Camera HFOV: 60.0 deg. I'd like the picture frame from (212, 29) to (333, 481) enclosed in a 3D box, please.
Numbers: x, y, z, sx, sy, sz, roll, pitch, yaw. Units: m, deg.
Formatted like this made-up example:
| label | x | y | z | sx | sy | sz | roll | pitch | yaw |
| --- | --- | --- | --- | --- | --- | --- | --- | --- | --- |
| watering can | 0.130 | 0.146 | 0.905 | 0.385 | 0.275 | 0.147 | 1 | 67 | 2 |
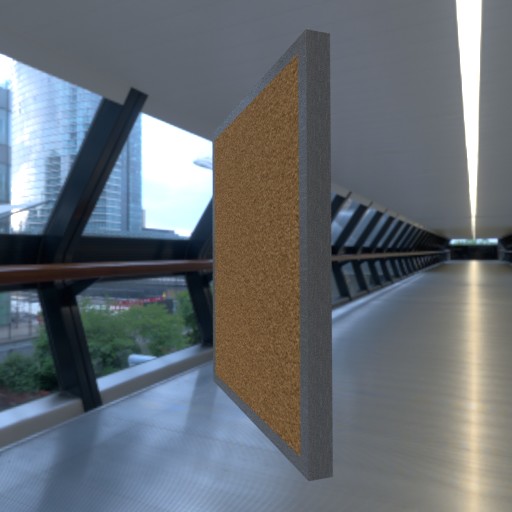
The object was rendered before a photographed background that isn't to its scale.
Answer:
| label | x | y | z | sx | sy | sz | roll | pitch | yaw |
| --- | --- | --- | --- | --- | --- | --- | --- | --- | --- |
| picture frame | 0.000 | 0.000 | 0.529 | 0.027 | 0.378 | 0.327 | 0 | -1 | -19 |
